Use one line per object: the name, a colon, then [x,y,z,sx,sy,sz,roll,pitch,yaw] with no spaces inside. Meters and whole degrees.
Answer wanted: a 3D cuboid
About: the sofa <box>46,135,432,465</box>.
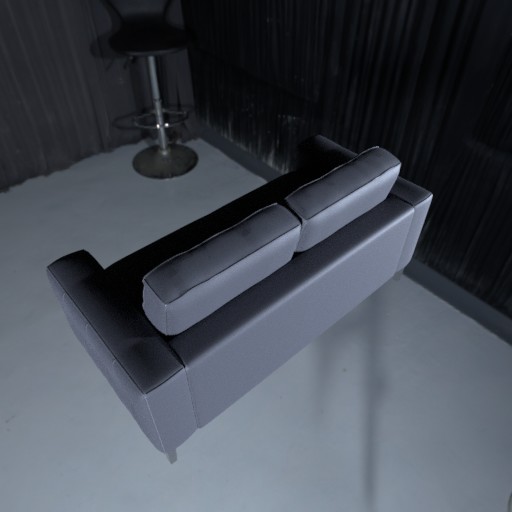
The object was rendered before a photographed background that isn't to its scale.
sofa: [0.000,0.000,2.191,1.726,0.893,0.833,-32,53,-28]
